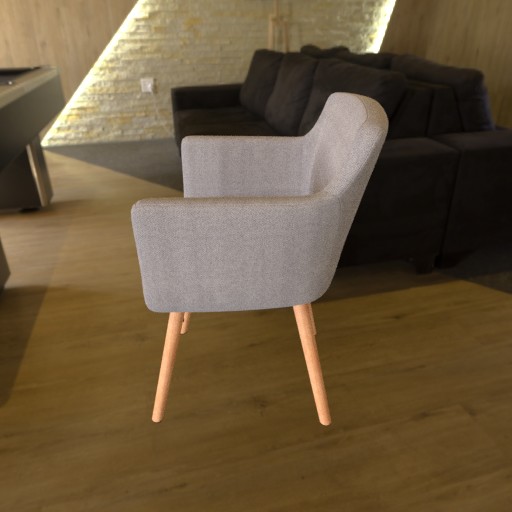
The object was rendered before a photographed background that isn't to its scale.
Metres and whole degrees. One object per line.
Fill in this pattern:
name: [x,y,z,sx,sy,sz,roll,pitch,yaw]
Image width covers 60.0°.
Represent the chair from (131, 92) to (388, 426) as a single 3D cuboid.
chair: [0.000,0.000,1.151,0.540,0.780,0.570,1,27,1]
